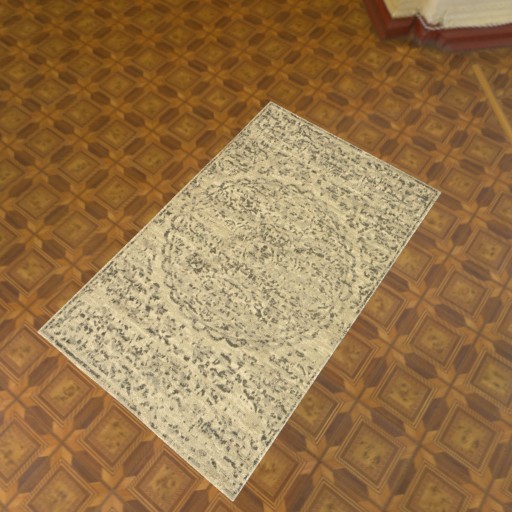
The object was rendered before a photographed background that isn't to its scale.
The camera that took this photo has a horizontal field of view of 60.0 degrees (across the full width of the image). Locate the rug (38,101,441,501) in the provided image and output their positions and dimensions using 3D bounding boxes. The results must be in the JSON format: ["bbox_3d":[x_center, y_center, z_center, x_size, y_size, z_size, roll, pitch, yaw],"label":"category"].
[{"bbox_3d":[0.000,0.000,2.963,1.527,0.021,2.447,33,67,16],"label":"rug"}]
